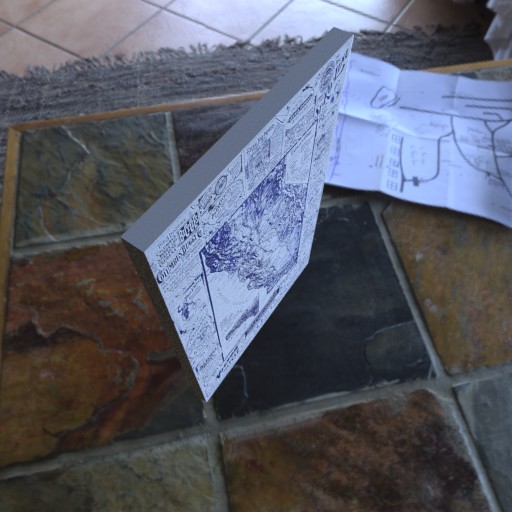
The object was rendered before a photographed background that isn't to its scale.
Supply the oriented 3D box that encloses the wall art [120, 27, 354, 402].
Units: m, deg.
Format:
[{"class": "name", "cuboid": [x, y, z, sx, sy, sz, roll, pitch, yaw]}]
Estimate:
[{"class": "wall art", "cuboid": [0.000, 0.000, 0.949, 0.039, 0.753, 0.511, 31, 64, 17]}]
